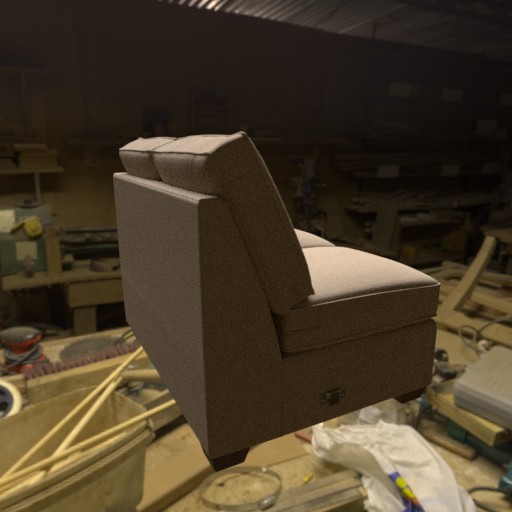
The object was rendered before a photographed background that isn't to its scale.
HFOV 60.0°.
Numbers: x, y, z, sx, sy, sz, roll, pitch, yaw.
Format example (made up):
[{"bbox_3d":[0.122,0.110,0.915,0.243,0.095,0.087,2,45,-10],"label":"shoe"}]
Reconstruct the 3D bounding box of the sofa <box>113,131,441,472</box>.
[{"bbox_3d":[0.000,0.000,1.933,0.951,1.008,1.237,-7,16,-26],"label":"sofa"}]
